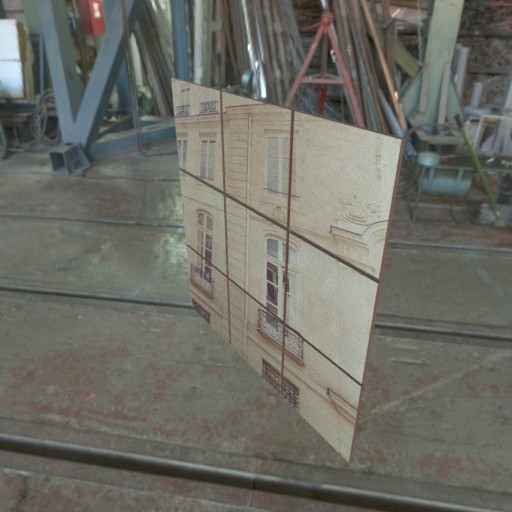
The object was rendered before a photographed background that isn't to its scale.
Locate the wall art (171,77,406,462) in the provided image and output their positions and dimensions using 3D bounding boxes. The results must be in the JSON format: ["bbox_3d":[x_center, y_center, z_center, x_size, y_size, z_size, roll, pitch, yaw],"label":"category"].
[{"bbox_3d":[0.000,0.000,1.799,0.024,1.218,1.221,-20,35,-31],"label":"wall art"}]
